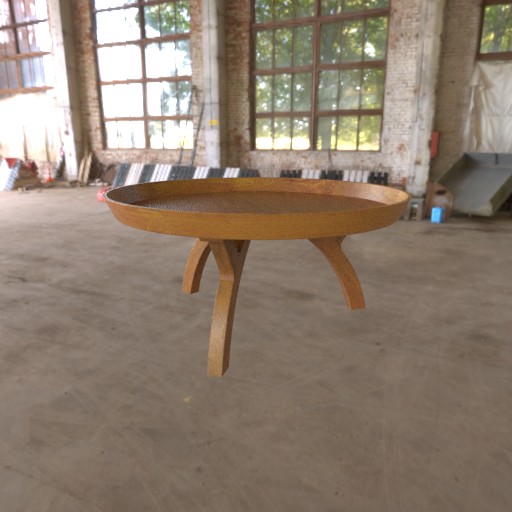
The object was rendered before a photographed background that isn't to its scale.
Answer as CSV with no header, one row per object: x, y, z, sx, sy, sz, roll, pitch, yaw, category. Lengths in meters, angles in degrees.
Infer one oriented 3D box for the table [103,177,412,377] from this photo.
0.000,0.000,1.579,1.016,0.470,1.016,0,15,0,table
